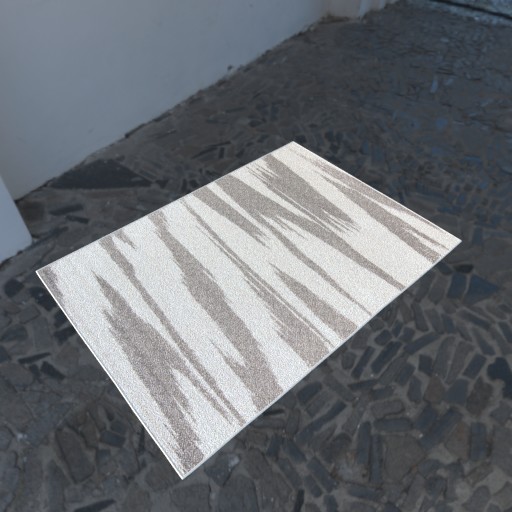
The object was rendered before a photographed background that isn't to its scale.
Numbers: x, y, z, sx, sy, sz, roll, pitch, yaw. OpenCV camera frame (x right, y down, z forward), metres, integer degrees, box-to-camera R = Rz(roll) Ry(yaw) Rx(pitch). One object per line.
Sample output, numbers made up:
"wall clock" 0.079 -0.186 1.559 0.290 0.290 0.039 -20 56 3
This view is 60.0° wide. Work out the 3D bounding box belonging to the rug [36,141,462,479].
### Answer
"rug" 0.000 0.000 2.715 2.142 0.010 1.533 -32 55 -27
